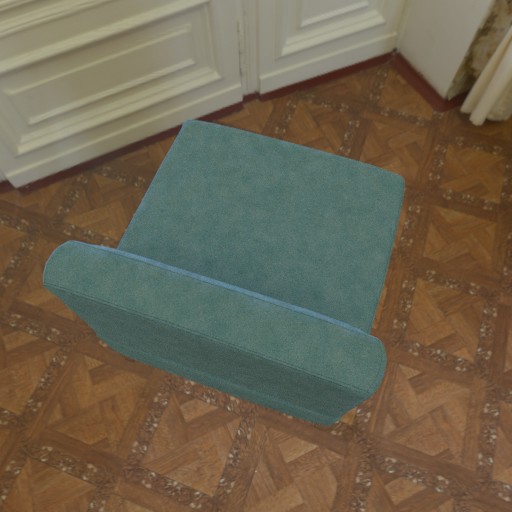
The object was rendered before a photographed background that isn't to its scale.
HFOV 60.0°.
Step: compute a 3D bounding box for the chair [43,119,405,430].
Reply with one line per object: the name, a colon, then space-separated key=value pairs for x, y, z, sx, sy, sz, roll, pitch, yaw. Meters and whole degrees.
chair: x=0.000 y=0.000 z=1.209 sx=0.684 sy=0.660 sz=0.685 roll=17 pitch=65 yaw=8
